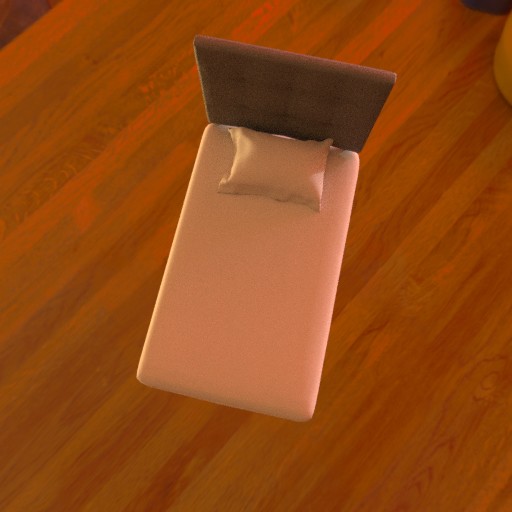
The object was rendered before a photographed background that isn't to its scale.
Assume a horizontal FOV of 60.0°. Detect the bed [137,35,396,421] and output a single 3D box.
[{"bbox_3d":[0.000,0.000,2.962,1.261,1.571,1.997,12,77,3],"label":"bed"}]
